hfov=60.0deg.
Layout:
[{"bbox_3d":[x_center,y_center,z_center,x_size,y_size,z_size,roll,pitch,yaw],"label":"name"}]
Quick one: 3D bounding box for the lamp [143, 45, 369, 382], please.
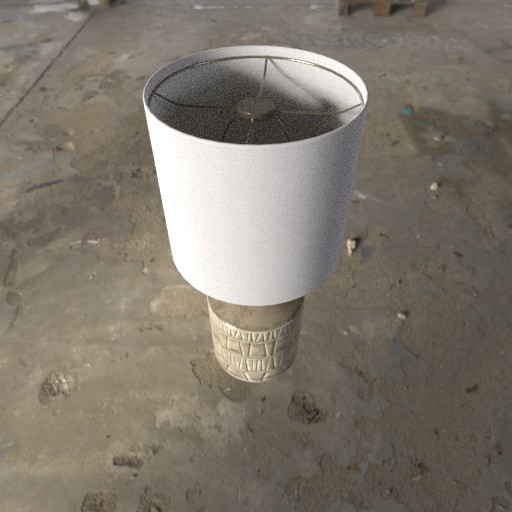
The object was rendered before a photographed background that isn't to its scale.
[{"bbox_3d":[0.000,0.000,0.581,0.211,0.455,0.211,15,47,14],"label":"lamp"}]
